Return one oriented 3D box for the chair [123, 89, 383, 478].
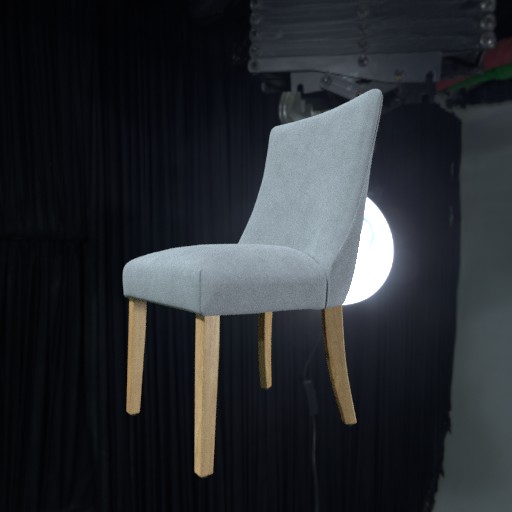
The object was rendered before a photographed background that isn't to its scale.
[{"bbox_3d":[0.000,0.000,1.238,0.610,0.902,0.495,0,0,-35],"label":"chair"}]
